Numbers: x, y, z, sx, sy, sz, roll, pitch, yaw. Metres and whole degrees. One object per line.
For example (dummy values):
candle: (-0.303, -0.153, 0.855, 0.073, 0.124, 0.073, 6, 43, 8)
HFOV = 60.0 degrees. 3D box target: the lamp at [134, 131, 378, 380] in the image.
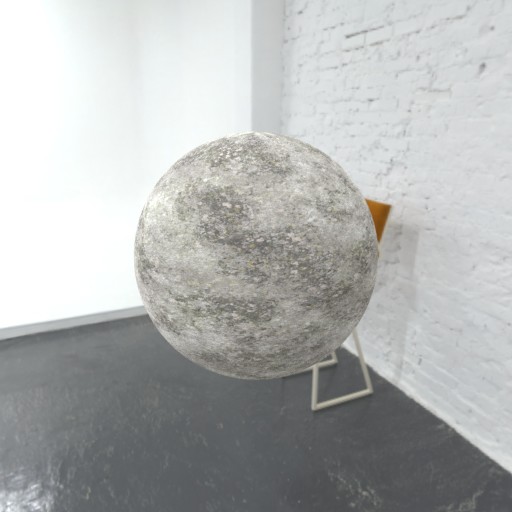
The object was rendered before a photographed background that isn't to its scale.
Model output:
lamp: (0.000, 0.000, 0.793, 0.422, 0.429, 0.422, 0, 16, 0)
